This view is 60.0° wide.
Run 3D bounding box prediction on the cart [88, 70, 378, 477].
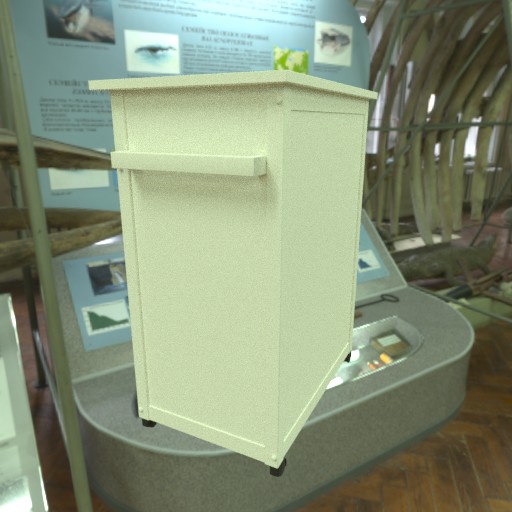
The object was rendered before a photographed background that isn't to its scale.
[{"bbox_3d":[0.000,0.000,1.212,0.442,0.864,0.683,8,19,26],"label":"cart"}]
